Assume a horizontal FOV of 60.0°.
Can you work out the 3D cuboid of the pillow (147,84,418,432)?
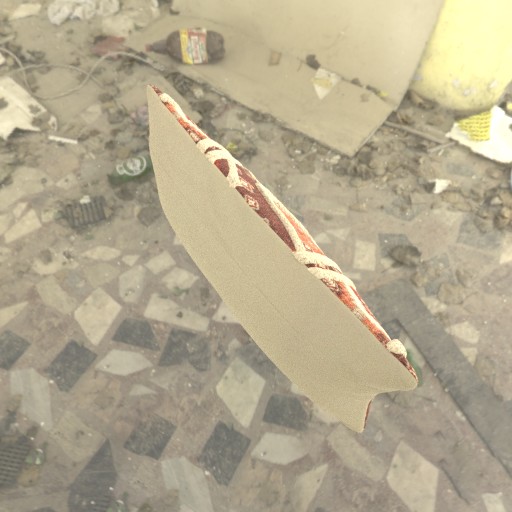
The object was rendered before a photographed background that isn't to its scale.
[{"bbox_3d":[0.000,0.000,0.717,0.161,0.295,0.608,-31,62,-18],"label":"pillow"}]
